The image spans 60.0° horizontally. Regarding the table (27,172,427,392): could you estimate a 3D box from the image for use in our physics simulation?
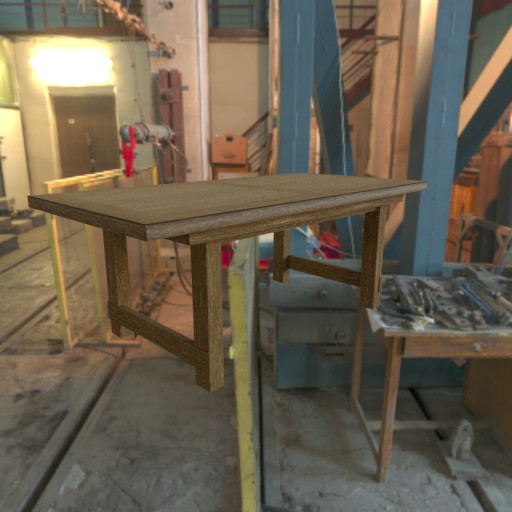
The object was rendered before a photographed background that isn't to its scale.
[{"bbox_3d":[0.000,0.000,2.473,1.000,0.762,1.982,14,21,43],"label":"table"}]
